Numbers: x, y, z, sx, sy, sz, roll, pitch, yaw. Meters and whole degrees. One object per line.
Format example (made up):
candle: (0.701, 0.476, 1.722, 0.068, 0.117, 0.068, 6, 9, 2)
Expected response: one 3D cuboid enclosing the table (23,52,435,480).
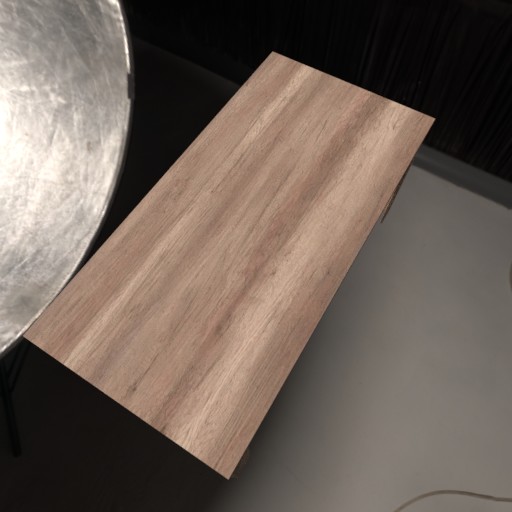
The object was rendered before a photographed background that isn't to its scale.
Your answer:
table: (0.000, 0.000, 2.217, 0.900, 0.790, 1.800, 29, 66, 14)
